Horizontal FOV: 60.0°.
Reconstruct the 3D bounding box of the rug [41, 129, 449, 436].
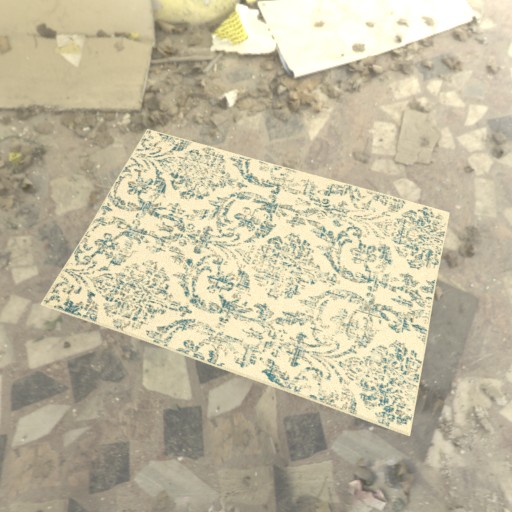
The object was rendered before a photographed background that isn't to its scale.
[{"bbox_3d":[0.000,0.000,2.312,1.831,0.012,1.213,17,64,9],"label":"rug"}]
